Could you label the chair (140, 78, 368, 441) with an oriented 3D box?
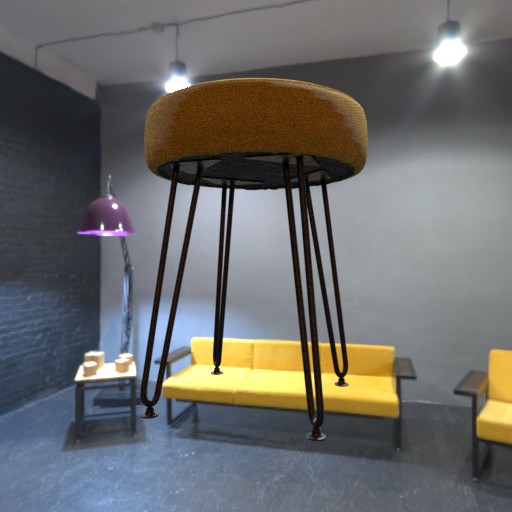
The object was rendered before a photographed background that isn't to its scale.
[{"bbox_3d":[0.000,0.000,0.706,0.345,0.455,0.345,0,0,18],"label":"chair"}]
